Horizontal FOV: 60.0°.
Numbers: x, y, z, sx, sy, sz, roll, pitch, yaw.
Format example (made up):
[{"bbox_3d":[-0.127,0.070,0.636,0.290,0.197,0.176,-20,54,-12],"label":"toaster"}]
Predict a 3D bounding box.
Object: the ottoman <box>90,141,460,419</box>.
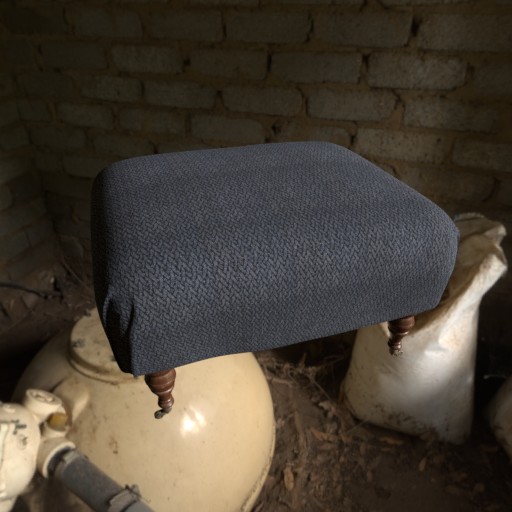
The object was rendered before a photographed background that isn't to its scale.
[{"bbox_3d":[0.000,0.000,1.111,0.747,0.450,0.622,-10,33,-16],"label":"ottoman"}]
